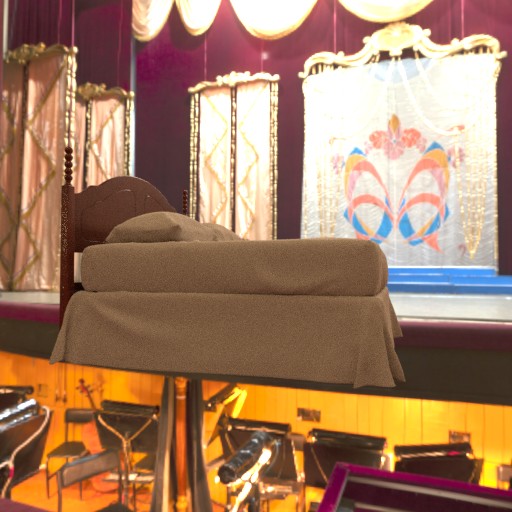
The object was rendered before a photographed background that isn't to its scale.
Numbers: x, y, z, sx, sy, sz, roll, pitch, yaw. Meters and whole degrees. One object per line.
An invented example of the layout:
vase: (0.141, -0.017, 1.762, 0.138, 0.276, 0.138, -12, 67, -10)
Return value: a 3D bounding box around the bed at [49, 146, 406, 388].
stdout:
bed: (0.000, 0.000, 3.243, 2.040, 1.356, 1.873, -1, -2, 18)
